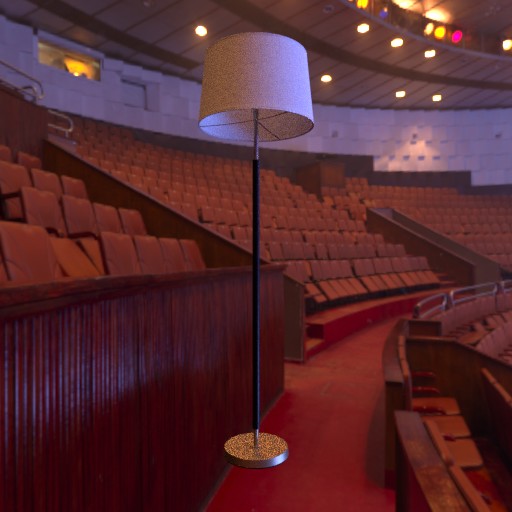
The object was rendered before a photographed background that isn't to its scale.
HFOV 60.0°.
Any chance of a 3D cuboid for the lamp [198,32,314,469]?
[{"bbox_3d":[0.000,0.000,1.619,0.420,1.447,0.420,0,0,0],"label":"lamp"}]
